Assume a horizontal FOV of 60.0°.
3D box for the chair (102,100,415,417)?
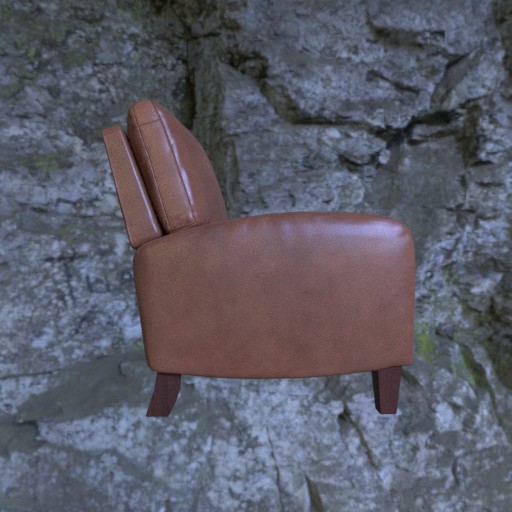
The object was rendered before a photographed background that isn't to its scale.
[{"bbox_3d":[0.000,0.000,1.697,0.990,0.990,0.762,0,0,-1],"label":"chair"}]
